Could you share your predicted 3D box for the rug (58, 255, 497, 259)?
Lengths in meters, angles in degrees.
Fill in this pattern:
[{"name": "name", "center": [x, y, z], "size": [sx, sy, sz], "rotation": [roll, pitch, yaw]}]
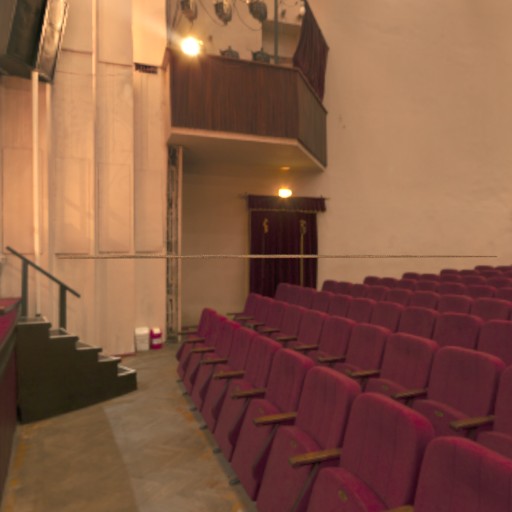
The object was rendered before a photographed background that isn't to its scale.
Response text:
[{"name": "rug", "center": [0.000, 0.000, 4.006], "size": [3.036, 0.008, 2.440], "rotation": [0, 0, -18]}]
